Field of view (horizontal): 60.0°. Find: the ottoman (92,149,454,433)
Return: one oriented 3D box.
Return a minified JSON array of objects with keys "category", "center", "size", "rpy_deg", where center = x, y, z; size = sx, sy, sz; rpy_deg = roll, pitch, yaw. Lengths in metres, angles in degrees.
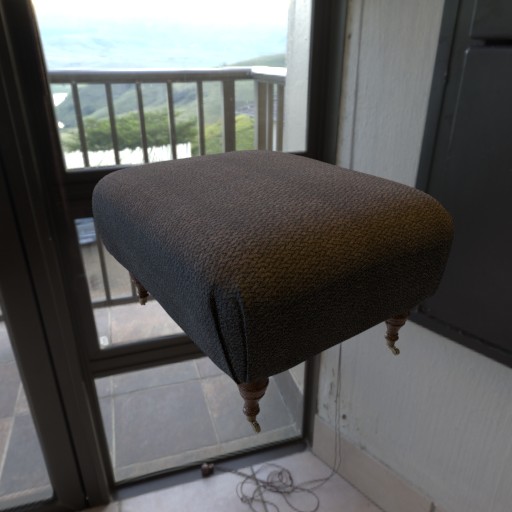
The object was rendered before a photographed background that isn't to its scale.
[{"category":"ottoman","center":[0.000,0.000,1.136],"size":[0.622,0.450,0.747],"rpy_deg":[-17,30,-31]}]
